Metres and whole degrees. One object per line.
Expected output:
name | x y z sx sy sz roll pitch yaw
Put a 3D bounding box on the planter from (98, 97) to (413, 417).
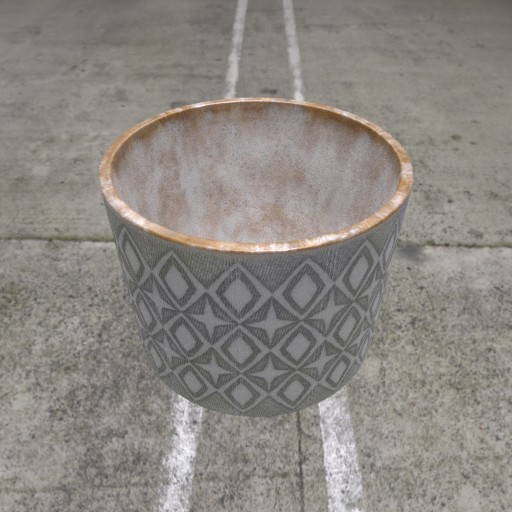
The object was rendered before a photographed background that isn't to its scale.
planter | 0.000 0.000 0.441 0.255 0.223 0.255 0 40 0
